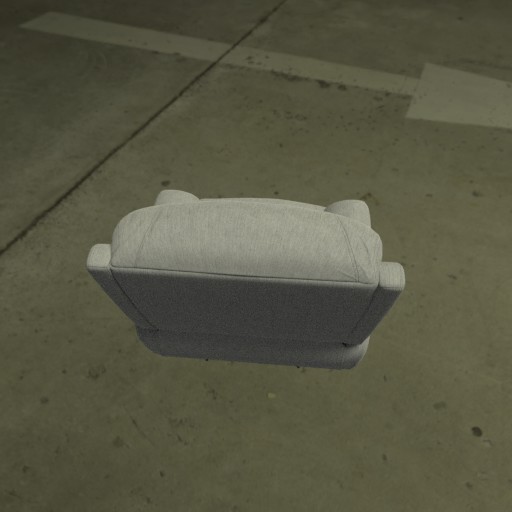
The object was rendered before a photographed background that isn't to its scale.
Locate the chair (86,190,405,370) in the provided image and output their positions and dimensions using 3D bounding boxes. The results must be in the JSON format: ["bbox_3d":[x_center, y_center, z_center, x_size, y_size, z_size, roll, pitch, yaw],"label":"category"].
[{"bbox_3d":[0.000,0.000,1.768,0.930,1.011,0.899,4,47,3],"label":"chair"}]
